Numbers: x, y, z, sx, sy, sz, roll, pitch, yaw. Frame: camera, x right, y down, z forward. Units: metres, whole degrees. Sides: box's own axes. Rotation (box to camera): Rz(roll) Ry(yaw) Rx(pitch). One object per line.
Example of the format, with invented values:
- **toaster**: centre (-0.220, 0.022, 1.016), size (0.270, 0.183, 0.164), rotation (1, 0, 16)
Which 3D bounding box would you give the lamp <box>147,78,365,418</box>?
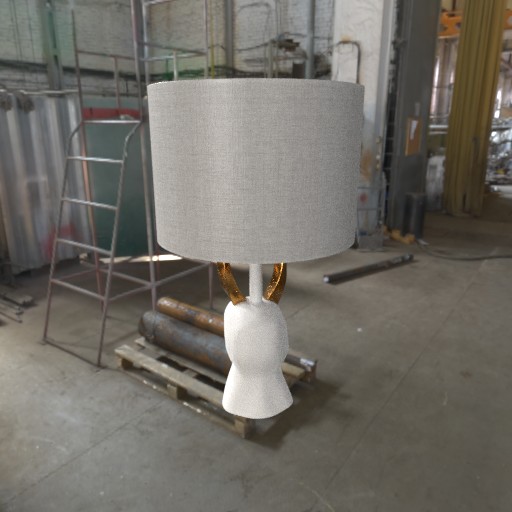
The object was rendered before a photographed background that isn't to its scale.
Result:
- **lamp**: centre (0.000, 0.000, 0.694), size (0.298, 0.503, 0.298), rotation (-3, 17, -10)
